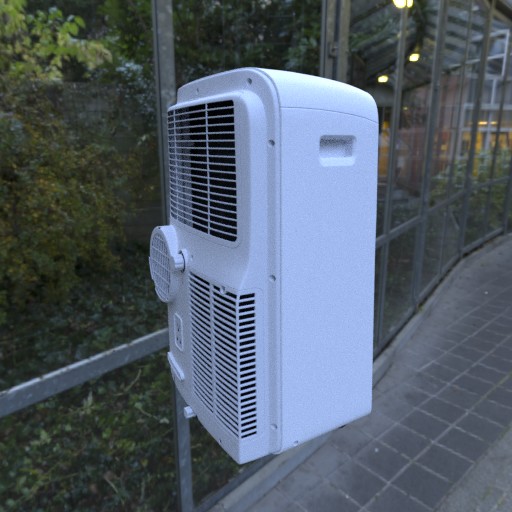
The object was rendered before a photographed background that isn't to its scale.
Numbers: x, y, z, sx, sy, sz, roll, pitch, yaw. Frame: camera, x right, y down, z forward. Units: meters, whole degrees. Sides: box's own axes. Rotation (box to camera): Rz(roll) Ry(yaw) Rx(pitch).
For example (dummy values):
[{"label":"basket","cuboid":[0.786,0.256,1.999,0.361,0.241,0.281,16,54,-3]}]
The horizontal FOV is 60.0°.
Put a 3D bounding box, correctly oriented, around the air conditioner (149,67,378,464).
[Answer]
[{"label":"air conditioner","cuboid":[0.000,0.000,0.953,0.365,0.700,0.454,-8,16,-28]}]
